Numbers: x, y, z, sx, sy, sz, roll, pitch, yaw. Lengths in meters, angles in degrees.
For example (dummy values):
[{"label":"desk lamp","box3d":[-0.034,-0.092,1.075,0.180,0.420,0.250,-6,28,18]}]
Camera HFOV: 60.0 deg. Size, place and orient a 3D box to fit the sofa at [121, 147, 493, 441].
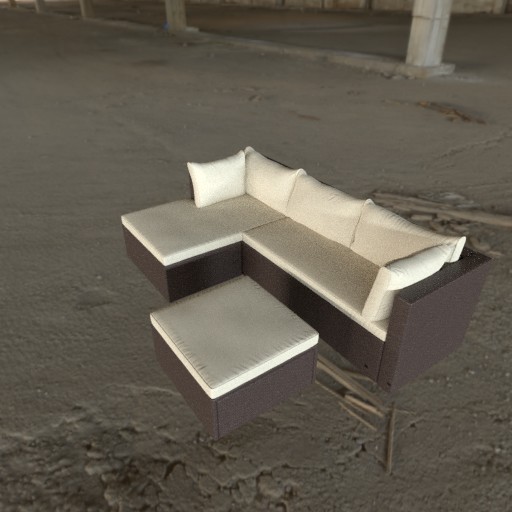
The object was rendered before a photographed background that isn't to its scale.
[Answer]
[{"label":"sofa","box3d":[0.000,0.000,2.891,1.612,0.766,2.192,-20,37,-30]}]
